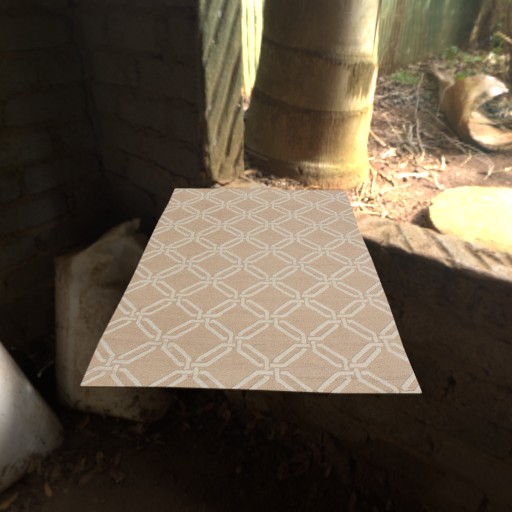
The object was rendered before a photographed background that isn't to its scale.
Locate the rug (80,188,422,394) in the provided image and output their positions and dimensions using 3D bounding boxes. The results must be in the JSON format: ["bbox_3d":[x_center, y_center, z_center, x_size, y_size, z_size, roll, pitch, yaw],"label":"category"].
[{"bbox_3d":[0.000,0.000,2.209,1.146,0.010,1.745,1,31,1],"label":"rug"}]
